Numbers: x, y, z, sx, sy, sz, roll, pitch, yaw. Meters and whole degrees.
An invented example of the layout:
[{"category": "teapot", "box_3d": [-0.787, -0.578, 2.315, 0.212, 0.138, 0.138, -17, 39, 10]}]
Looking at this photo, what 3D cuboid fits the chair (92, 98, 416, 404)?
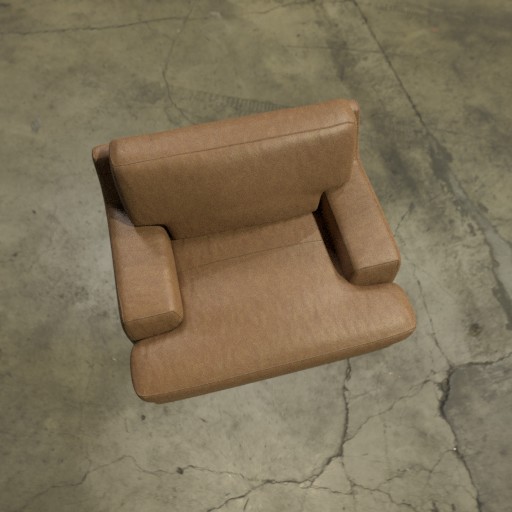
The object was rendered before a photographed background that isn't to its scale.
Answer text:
[{"category": "chair", "box_3d": [0.000, 0.000, 2.040, 1.276, 0.978, 1.050, -12, 63, -6]}]
